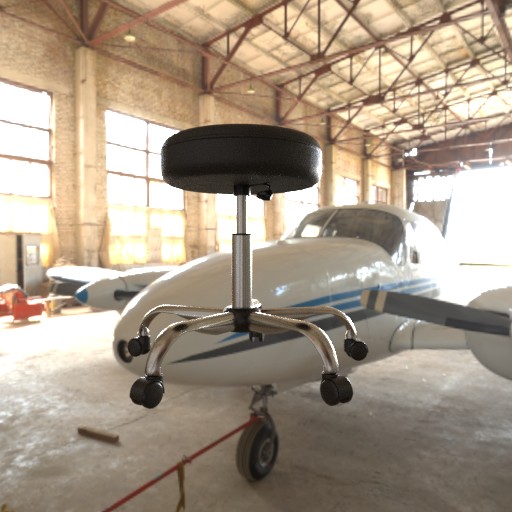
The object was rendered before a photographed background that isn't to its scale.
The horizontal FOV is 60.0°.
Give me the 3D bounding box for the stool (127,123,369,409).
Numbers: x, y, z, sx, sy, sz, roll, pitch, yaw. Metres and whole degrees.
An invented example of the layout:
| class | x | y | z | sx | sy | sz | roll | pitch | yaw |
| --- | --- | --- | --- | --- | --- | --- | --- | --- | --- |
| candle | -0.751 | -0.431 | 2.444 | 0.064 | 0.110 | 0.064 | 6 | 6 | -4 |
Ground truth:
| class | x | y | z | sx | sy | sz | roll | pitch | yaw |
| --- | --- | --- | --- | --- | --- | --- | --- | --- | --- |
| stool | 0.000 | 0.000 | 1.142 | 0.638 | 0.576 | 0.673 | 0 | 1 | -16 |
